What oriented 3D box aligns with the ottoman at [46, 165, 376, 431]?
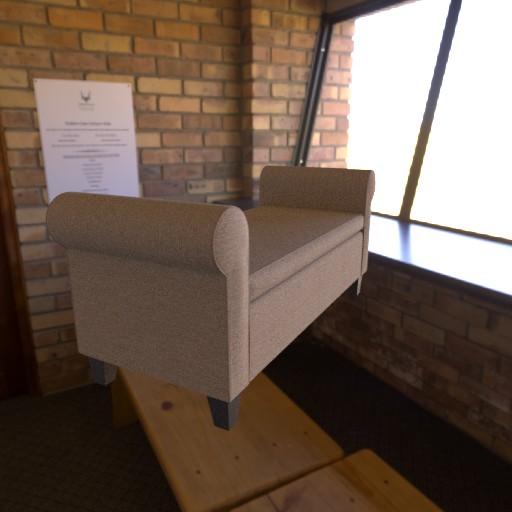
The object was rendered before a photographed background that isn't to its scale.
[{"bbox_3d":[0.000,0.000,1.566,0.521,0.547,1.256,8,17,28],"label":"ottoman"}]
